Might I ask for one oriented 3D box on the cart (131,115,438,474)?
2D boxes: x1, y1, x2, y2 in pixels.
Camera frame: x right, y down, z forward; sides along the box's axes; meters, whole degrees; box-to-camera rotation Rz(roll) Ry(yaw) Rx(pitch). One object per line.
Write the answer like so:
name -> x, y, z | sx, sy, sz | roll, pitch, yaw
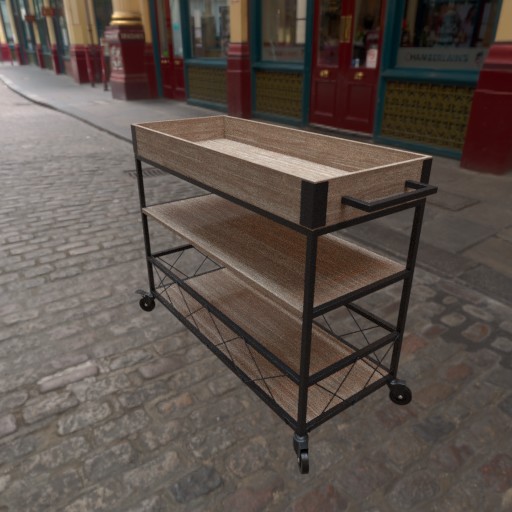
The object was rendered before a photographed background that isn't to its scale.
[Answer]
cart -> 0.000, 0.000, 1.503 | 0.500, 0.787, 1.101 | -17, 30, -32
